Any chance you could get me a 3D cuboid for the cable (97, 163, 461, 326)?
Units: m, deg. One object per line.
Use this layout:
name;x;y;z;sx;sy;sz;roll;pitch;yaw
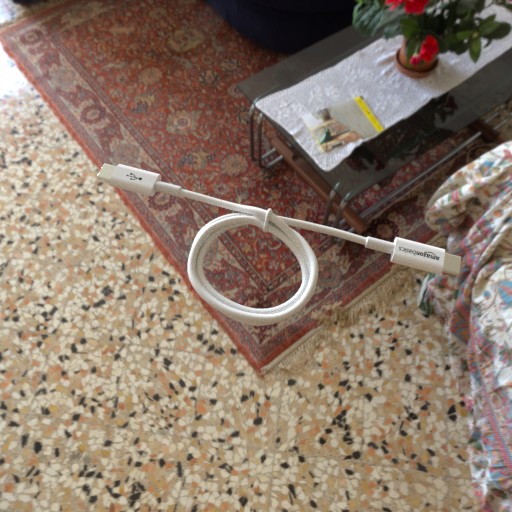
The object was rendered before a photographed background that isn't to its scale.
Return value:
cable;0.000;0.000;0.227;0.203;0.014;0.070;15;65;7
